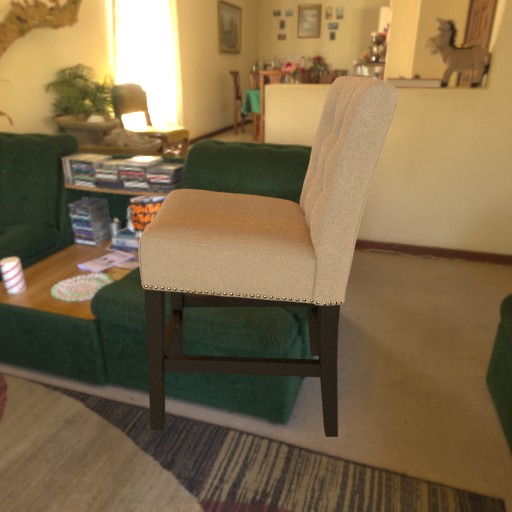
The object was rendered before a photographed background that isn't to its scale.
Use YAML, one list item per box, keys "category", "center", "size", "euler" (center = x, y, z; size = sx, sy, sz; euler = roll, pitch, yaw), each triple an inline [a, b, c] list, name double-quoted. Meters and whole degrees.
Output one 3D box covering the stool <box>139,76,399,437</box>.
- category: "stool"
  center: [0.000, 0.000, 1.184]
  size: [0.571, 0.885, 0.427]
  euler: [0, 23, 0]
